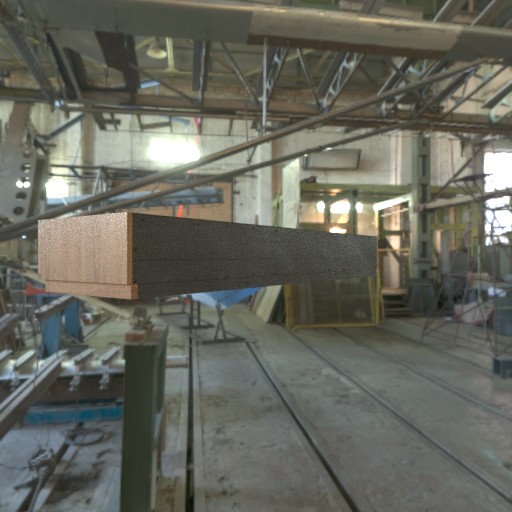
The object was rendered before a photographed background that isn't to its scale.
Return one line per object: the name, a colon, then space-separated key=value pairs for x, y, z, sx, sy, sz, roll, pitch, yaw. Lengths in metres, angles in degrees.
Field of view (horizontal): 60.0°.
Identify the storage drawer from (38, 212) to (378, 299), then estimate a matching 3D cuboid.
storage drawer: x=0.000 y=0.000 z=2.304 sx=0.538 sy=0.264 sz=2.032 roll=0 pitch=0 yaw=36
